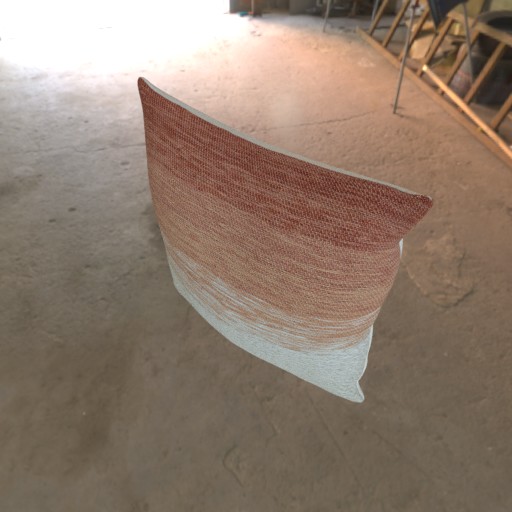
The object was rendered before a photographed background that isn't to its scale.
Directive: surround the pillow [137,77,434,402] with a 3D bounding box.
[{"bbox_3d":[0.000,0.000,0.674,0.440,0.441,0.182,29,52,26],"label":"pillow"}]
